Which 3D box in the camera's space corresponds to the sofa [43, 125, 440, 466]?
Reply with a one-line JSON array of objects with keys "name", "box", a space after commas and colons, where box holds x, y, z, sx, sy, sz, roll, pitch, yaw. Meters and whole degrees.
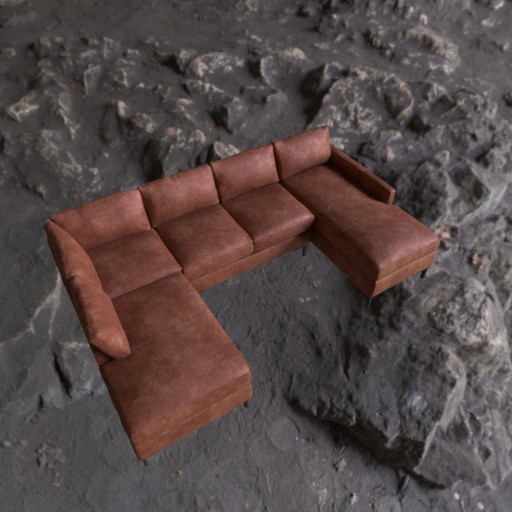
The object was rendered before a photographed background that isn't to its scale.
[{"name": "sofa", "box": [0.000, 0.000, 3.765, 2.956, 0.900, 1.939, -24, 49, -22]}]
